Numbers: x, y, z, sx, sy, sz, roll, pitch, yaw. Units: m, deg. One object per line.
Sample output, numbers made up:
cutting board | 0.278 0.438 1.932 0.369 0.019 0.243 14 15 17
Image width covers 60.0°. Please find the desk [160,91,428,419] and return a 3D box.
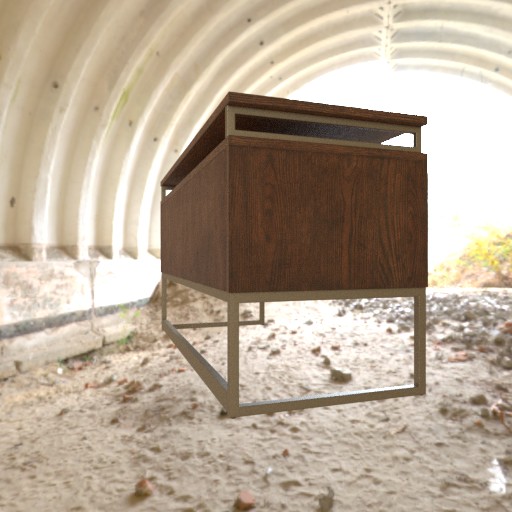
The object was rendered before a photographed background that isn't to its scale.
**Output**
desk | 0.000 0.000 1.816 0.610 0.792 1.384 0 0 -19
